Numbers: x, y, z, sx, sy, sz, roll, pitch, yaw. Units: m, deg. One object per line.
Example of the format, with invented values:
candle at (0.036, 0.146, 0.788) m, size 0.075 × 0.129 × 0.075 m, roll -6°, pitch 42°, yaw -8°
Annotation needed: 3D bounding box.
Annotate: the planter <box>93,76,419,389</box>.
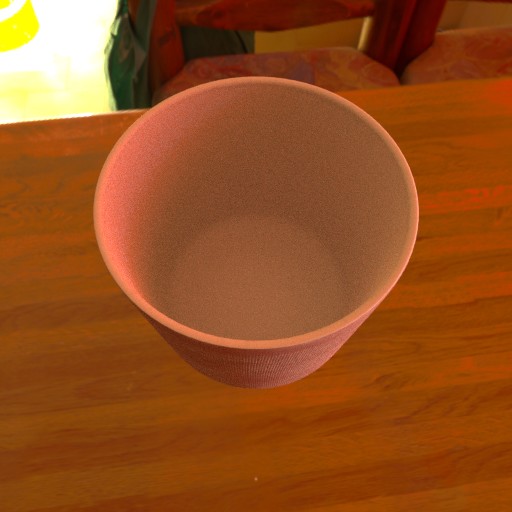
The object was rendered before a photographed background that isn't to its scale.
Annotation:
planter at (0.000, 0.000, 0.783) m, size 0.440 × 0.398 × 0.440 m, roll 0°, pitch 63°, yaw 0°
